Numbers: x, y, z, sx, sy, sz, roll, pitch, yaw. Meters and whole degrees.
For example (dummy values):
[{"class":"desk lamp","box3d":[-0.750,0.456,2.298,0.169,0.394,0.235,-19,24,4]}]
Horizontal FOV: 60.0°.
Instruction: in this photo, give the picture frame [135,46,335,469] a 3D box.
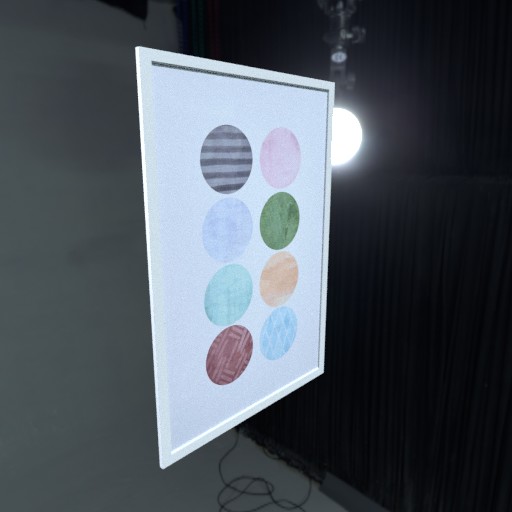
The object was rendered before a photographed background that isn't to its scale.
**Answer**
[{"class":"picture frame","box3d":[0.000,0.000,1.191,0.013,0.940,0.659,13,18,42]}]
